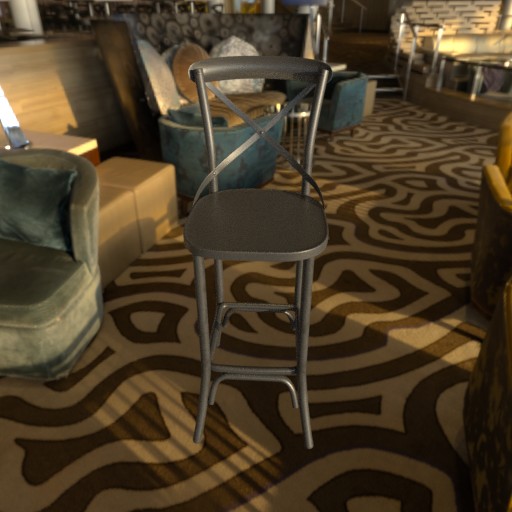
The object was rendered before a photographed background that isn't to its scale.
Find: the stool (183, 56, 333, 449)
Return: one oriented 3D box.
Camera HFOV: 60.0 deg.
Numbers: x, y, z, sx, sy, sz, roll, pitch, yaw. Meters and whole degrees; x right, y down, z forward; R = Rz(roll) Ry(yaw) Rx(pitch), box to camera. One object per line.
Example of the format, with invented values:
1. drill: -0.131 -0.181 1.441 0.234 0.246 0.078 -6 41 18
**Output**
1. stool: 0.000 0.000 1.480 0.457 1.168 0.584 2 30 3
